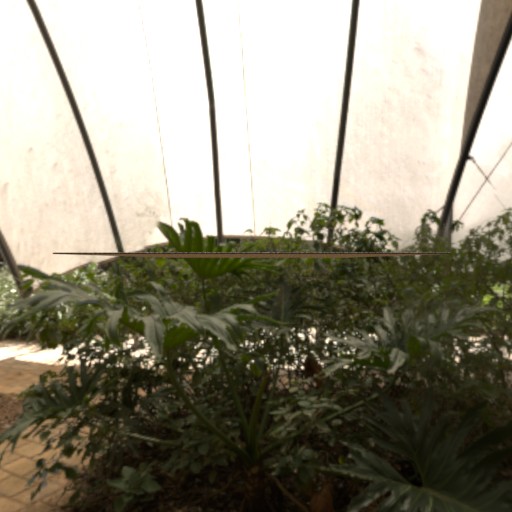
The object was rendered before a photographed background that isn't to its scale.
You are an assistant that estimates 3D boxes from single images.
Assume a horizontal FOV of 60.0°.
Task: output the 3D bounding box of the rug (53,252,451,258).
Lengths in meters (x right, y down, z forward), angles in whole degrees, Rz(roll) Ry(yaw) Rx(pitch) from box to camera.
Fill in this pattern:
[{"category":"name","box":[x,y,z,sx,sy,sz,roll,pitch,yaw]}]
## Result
[{"category":"rug","box":[0.000,0.000,5.158,2.894,0.011,3.957,0,-1,1]}]
